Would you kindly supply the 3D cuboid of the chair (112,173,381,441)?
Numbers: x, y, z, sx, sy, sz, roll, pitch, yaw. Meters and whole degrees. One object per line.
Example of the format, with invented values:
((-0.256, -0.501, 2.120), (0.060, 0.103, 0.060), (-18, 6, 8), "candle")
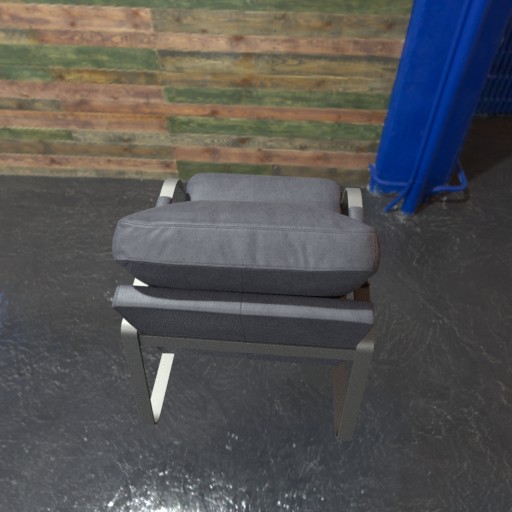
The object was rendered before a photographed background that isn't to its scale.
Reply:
((0.000, 0.000, 1.473), (0.692, 0.839, 0.878), (3, 47, 3), "chair")
